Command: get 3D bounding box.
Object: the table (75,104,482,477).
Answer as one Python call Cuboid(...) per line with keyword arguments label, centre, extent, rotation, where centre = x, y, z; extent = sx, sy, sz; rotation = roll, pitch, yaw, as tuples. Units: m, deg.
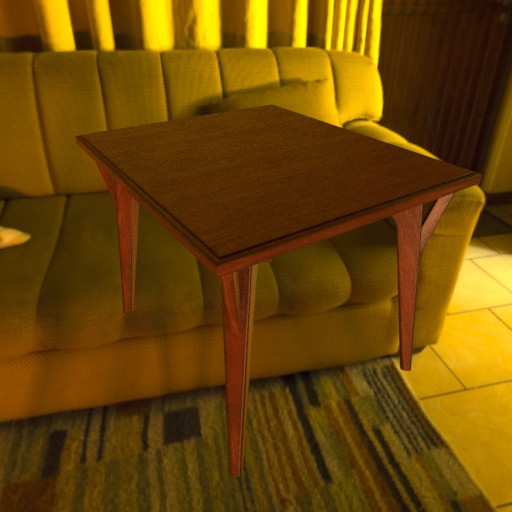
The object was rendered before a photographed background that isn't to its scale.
Cuboid(label="table", centre=(0.000, 0.000, 1.570), extent=(0.838, 0.761, 0.991), rotation=(-19, 36, -28))
